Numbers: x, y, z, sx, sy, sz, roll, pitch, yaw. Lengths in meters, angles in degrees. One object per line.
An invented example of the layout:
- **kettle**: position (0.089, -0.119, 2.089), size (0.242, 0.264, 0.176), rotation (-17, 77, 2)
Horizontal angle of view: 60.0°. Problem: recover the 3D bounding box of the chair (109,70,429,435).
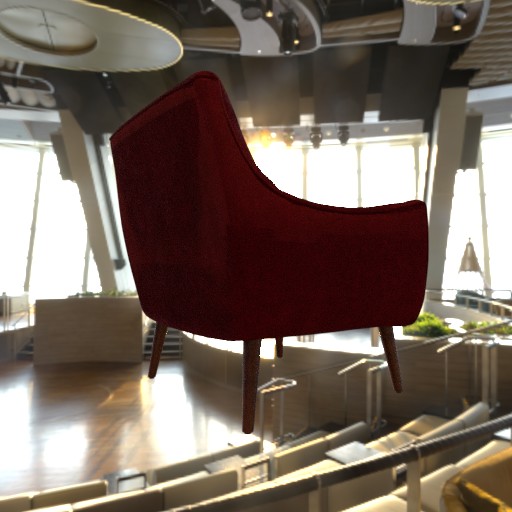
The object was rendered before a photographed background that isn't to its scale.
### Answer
- **chair**: position (0.000, 0.000, 1.419), size (0.787, 0.838, 0.762), rotation (0, -1, -35)
